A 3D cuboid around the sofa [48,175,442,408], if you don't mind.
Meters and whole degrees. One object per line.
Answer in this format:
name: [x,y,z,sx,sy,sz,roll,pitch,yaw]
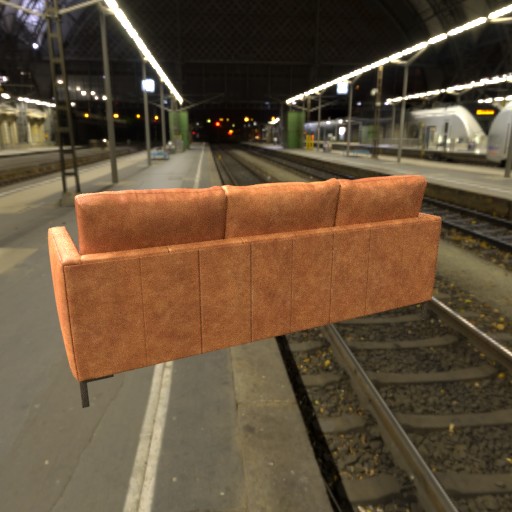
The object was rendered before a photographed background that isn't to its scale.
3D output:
sofa: [0.000,0.000,2.423,2.029,0.863,0.748,-8,17,-26]
